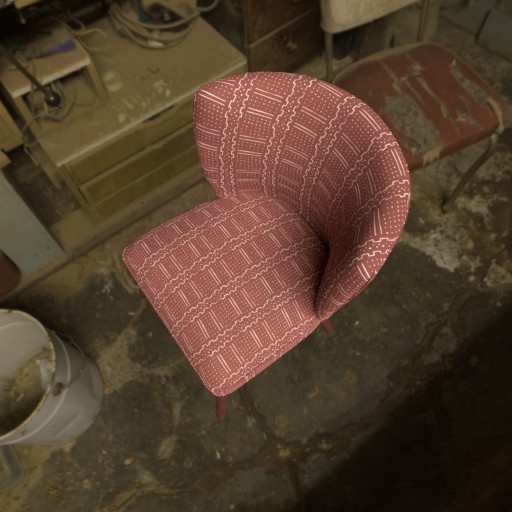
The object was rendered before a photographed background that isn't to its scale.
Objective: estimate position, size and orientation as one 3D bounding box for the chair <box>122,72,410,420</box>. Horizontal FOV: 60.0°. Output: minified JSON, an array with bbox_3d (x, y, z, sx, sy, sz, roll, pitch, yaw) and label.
[{"bbox_3d":[0.000,0.000,1.435,0.758,0.866,0.706,-33,68,-15],"label":"chair"}]
